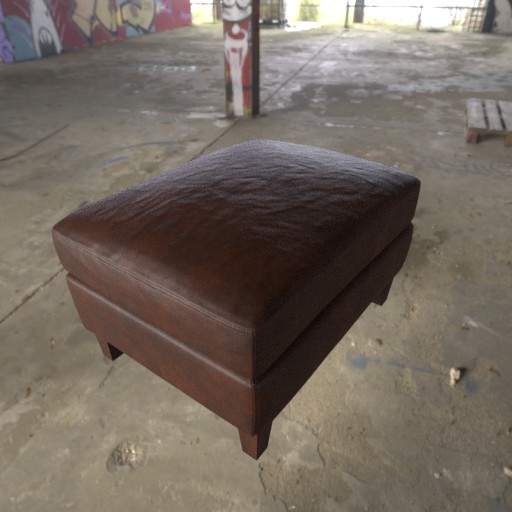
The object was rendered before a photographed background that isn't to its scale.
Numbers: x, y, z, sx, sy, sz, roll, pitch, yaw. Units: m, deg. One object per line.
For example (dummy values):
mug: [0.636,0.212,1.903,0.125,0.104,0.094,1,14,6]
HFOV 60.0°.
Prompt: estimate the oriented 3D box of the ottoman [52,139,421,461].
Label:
ottoman: [0.000,0.000,1.297,0.659,0.527,0.887,22,38,30]
